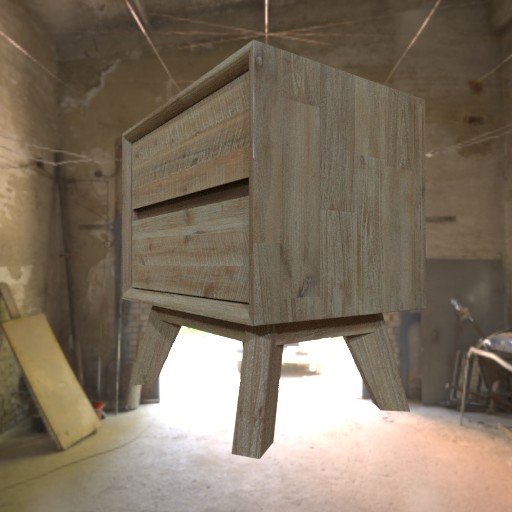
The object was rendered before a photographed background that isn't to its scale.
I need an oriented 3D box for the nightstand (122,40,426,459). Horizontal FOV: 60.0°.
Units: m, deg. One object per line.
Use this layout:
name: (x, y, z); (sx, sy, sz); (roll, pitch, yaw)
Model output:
nightstand: (0.000, 0.000, 0.947); (0.396, 0.589, 0.552); (1, -1, -35)
